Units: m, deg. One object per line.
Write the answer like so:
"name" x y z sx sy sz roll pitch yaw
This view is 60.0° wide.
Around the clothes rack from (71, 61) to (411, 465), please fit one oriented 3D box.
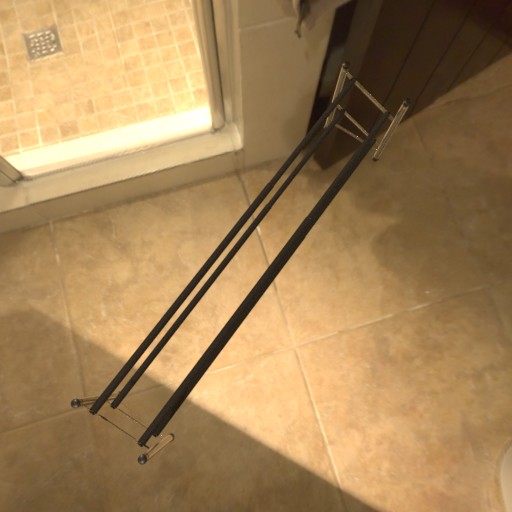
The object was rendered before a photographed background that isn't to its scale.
"clothes rack" 0.000 0.000 1.302 0.229 0.349 1.168 36 78 8
